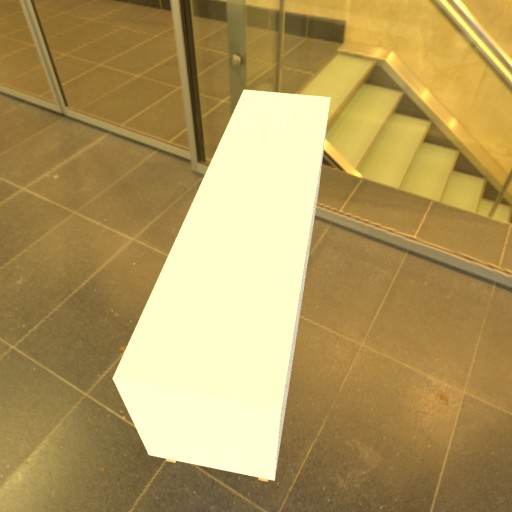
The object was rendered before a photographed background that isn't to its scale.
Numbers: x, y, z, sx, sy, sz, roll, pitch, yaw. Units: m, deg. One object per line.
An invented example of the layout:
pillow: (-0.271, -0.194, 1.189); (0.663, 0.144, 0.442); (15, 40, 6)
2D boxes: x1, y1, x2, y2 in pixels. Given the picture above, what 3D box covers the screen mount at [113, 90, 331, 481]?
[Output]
screen mount: (0.000, 0.000, 1.742); (0.400, 0.619, 1.490); (8, 47, 7)
